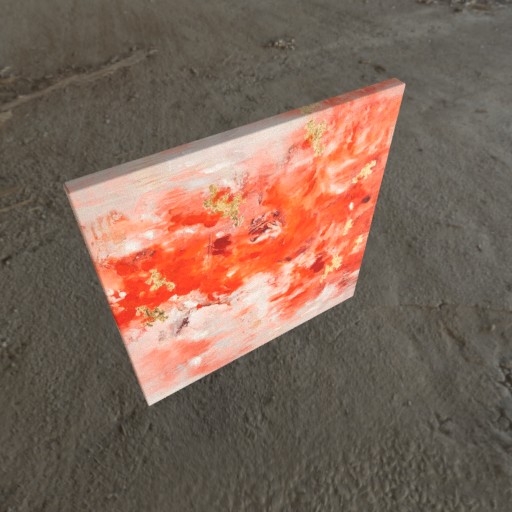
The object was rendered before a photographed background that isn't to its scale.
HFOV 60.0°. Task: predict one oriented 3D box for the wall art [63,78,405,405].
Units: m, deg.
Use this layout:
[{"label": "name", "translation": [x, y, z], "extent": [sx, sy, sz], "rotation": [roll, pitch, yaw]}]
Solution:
[{"label": "wall art", "translation": [0.000, 0.000, 1.131], "extent": [0.747, 0.746, 0.064], "rotation": [-24, 50, -22]}]
